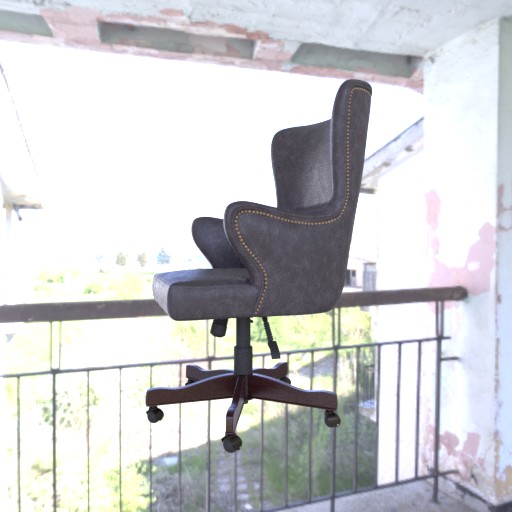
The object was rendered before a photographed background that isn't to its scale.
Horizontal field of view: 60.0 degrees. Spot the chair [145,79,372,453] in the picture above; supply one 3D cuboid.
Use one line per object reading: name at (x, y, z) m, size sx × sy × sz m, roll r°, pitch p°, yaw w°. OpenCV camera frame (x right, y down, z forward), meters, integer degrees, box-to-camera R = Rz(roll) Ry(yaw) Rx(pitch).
chair at (0.000, 0.000, 1.474) m, size 0.717 × 1.037 × 0.594 m, roll 0°, pitch 0°, yaw -18°
